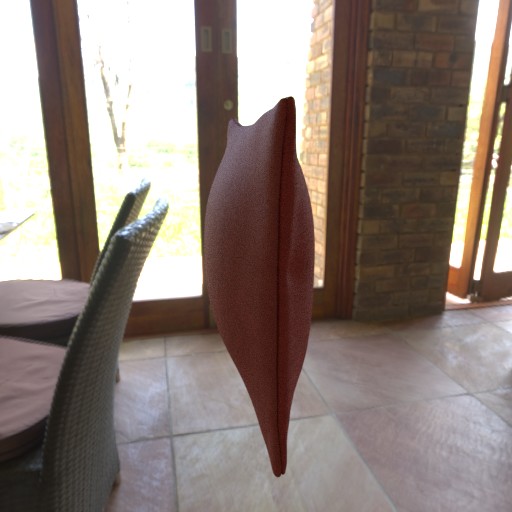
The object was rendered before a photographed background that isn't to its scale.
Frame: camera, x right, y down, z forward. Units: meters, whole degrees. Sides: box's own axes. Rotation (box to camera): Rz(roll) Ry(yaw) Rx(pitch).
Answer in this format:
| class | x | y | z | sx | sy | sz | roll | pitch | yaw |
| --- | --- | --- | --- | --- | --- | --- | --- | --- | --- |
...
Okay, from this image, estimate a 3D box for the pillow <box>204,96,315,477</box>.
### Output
| class | x | y | z | sx | sy | sz | roll | pitch | yaw |
| --- | --- | --- | --- | --- | --- | --- | --- | --- | --- |
| pillow | 0.000 | 0.000 | 0.664 | 0.151 | 0.416 | 0.435 | -2 | 15 | -9 |
